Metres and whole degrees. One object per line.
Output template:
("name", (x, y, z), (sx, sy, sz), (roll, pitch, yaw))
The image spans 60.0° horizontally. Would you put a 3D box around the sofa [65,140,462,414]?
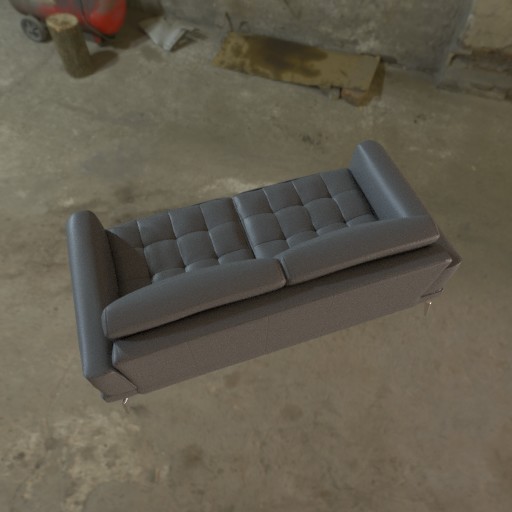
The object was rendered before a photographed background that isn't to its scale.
("sofa", (0.000, 0.000, 2.727), (2.177, 0.930, 1.121), (-16, 59, -10))
